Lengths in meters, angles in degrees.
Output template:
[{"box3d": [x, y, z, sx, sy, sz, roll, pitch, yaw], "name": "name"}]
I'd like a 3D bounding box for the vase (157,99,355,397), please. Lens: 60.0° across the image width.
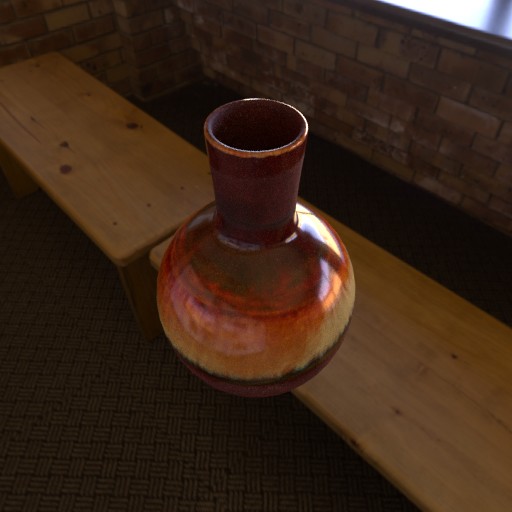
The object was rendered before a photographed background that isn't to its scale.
[{"box3d": [0.000, 0.000, 0.231, 0.111, 0.154, 0.111, 0, 48, 0], "name": "vase"}]
